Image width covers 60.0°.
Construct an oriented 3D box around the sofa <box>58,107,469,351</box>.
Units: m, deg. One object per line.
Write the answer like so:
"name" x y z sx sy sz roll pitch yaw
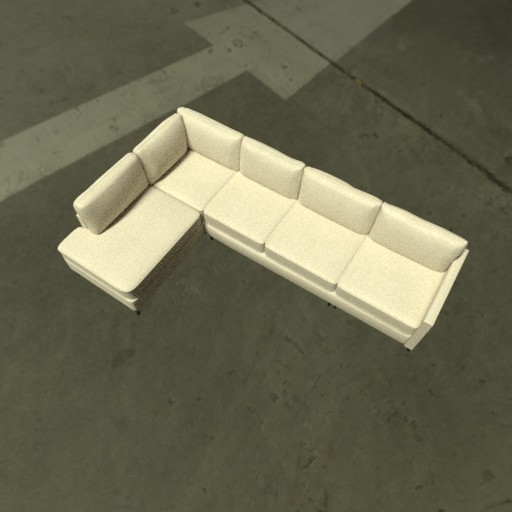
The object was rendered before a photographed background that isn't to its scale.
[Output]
"sofa" 0.000 0.000 4.336 3.384 0.996 2.048 29 63 17
